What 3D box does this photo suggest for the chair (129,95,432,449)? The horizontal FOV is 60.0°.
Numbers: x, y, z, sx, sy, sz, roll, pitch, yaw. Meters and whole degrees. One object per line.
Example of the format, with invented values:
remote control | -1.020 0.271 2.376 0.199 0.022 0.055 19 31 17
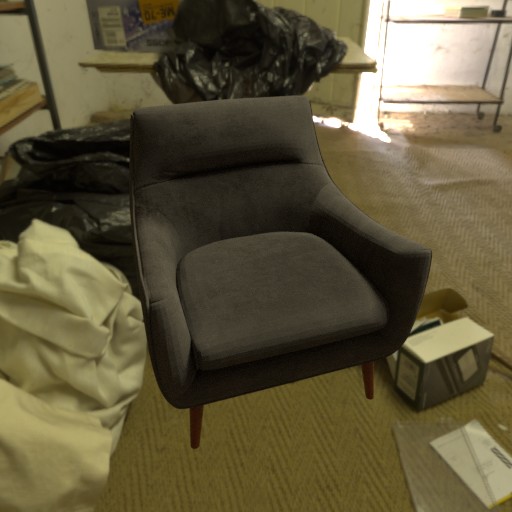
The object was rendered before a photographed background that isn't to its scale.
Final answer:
chair | 0.000 0.000 1.442 0.762 0.838 0.787 -10 34 -15
